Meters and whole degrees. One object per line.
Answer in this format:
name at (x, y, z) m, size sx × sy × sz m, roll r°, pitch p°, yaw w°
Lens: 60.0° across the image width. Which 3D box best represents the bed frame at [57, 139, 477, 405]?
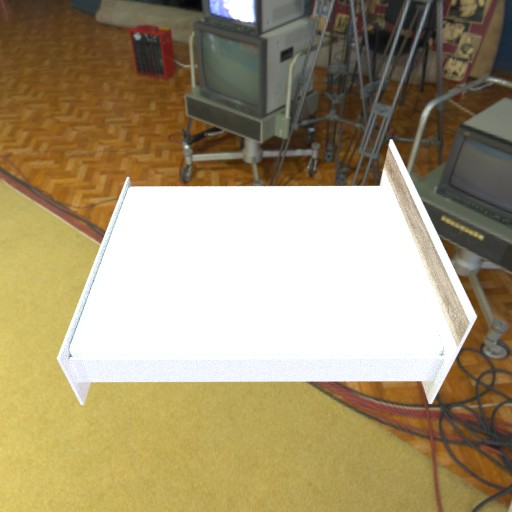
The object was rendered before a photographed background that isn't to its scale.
bed frame at (0.000, 0.000, 2.970) m, size 2.060 × 0.800 × 1.720 m, roll 0°, pitch 42°, yaw 0°
